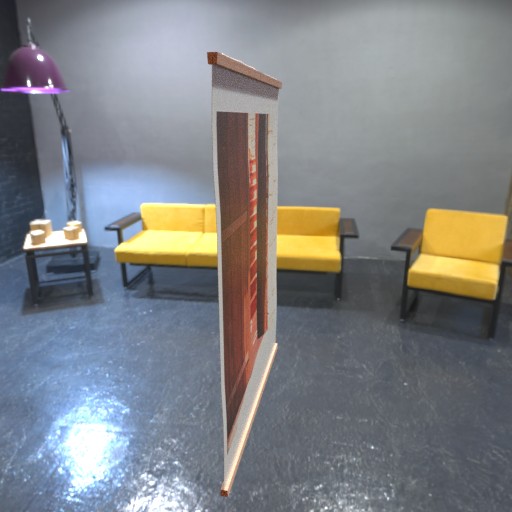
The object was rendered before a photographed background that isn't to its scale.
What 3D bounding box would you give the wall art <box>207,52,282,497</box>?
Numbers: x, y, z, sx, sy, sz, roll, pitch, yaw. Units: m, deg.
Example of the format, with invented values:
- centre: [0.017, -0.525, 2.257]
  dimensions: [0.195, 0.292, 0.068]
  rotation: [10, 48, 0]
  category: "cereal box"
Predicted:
- centre: [0.000, 0.000, 1.298]
  dimensions: [0.020, 1.013, 0.758]
  rotation: [4, 18, 11]
  category: "wall art"
